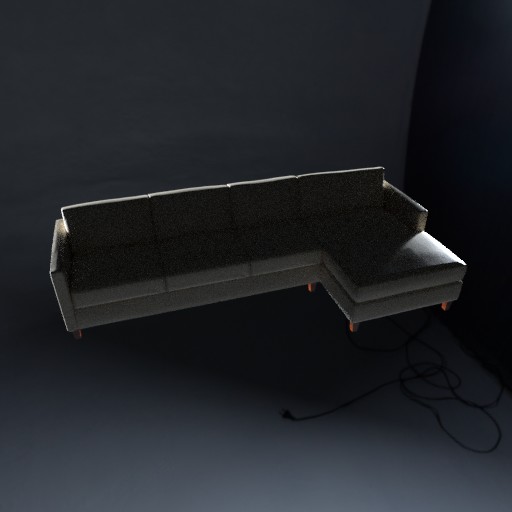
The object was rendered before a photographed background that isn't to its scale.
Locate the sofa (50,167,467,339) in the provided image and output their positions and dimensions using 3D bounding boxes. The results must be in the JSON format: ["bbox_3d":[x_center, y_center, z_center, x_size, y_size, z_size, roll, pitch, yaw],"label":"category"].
[{"bbox_3d":[0.000,0.000,4.125,3.471,0.954,1.603,-10,34,-15],"label":"sofa"}]
